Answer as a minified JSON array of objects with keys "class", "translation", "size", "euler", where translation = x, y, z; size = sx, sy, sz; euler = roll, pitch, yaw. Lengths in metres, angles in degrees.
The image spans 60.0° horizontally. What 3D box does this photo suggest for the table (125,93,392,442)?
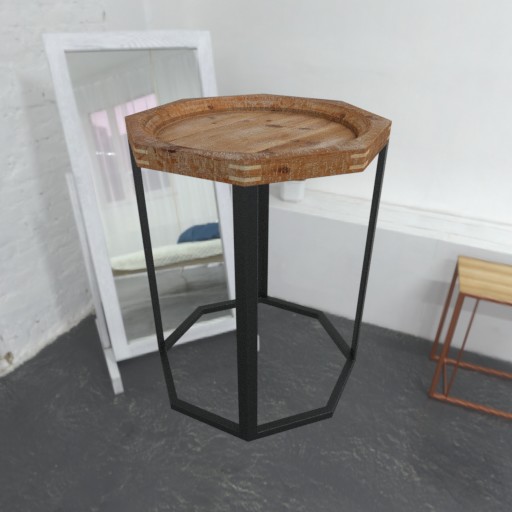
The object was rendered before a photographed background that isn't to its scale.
[{"class":"table","translation":[0.000,0.000,0.894],"size":[0.458,0.543,0.458],"euler":[2,30,3]}]
